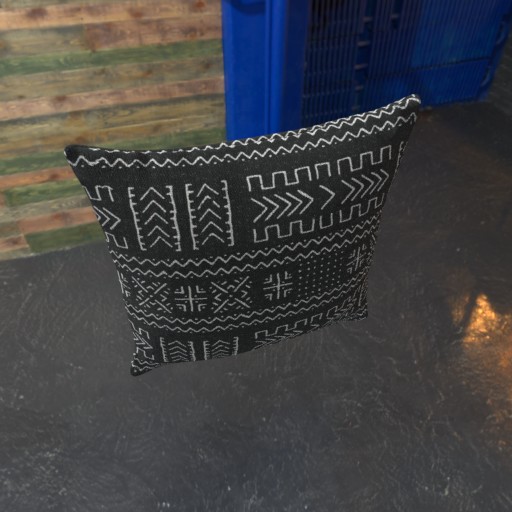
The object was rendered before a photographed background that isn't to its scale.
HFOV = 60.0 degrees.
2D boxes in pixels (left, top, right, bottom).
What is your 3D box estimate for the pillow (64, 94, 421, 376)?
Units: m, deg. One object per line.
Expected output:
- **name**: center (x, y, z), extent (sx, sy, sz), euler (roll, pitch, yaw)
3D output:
- **pillow**: center (0.000, 0.000, 0.652), extent (0.438, 0.430, 0.164), euler (-12, 44, -13)
